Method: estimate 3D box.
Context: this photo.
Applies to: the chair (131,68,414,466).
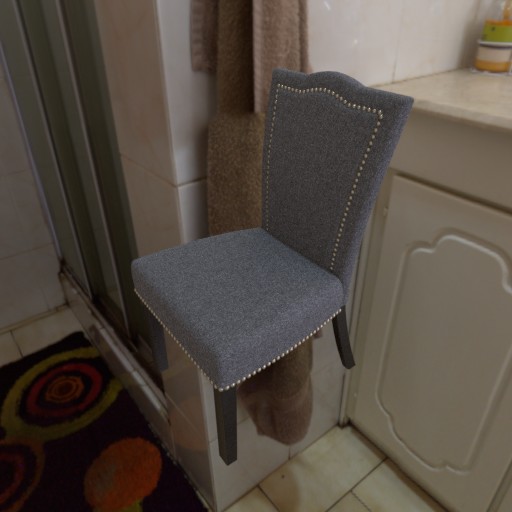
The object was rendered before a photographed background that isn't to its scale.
[{"bbox_3d":[0.000,0.000,1.280,0.589,0.946,0.518,-21,38,-30],"label":"chair"}]
